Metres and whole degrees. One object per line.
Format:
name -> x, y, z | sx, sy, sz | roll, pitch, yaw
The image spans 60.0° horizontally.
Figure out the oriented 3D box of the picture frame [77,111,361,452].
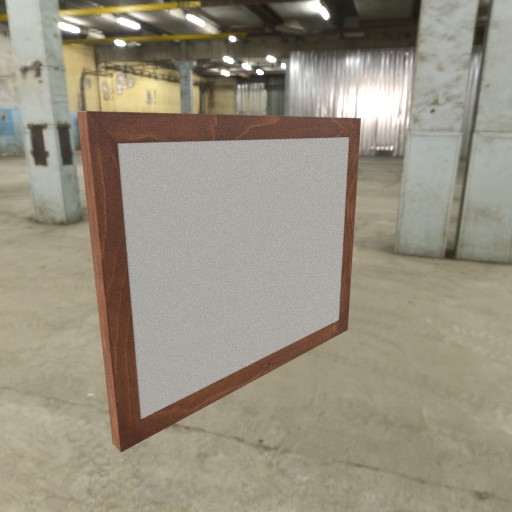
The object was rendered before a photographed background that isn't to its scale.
picture frame -> 0.000, 0.000, 0.757 | 0.559, 0.457, 0.025 | -15, 22, -42
